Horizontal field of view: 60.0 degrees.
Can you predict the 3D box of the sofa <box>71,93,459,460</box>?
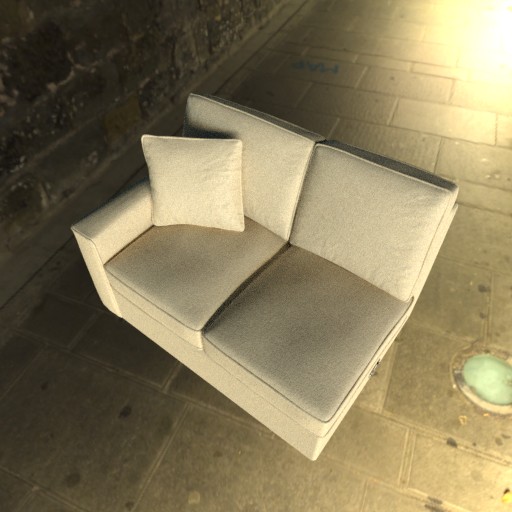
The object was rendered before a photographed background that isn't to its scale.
[{"bbox_3d":[0.000,0.000,2.061,1.388,0.989,0.991,29,53,25],"label":"sofa"}]
